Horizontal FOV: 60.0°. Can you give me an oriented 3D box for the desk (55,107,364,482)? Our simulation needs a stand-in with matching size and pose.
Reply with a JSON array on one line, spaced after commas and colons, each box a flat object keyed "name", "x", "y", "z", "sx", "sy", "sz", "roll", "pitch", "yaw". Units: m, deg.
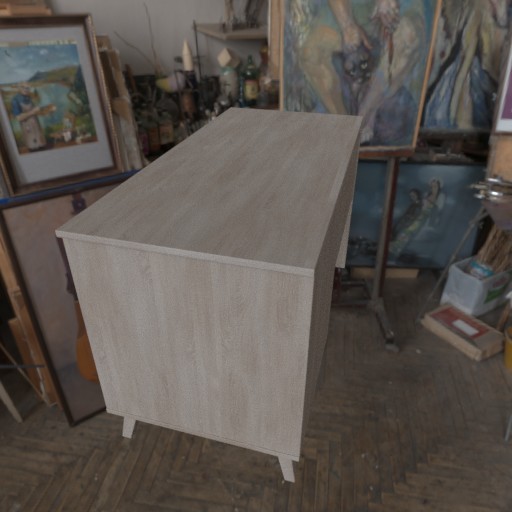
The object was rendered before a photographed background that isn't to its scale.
[{"name": "desk", "x": 0.000, "y": 0.000, "z": 1.658, "sx": 0.600, "sy": 0.770, "sz": 1.251, "roll": 9, "pitch": 32, "yaw": 14}]
